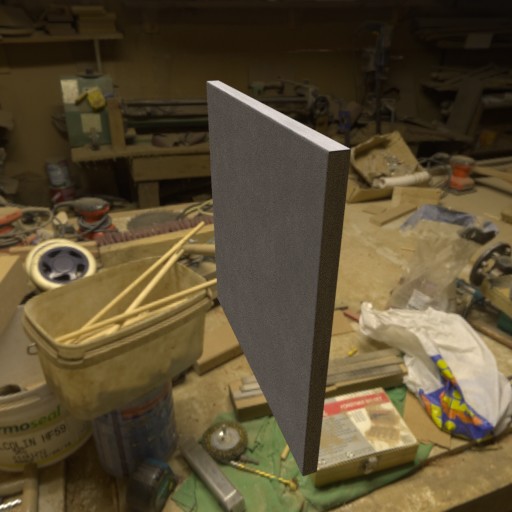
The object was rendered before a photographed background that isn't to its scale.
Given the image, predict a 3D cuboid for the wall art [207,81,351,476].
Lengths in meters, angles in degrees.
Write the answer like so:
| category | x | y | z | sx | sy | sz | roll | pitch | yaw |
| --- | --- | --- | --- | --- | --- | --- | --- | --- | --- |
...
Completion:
| category | x | y | z | sx | sy | sz | roll | pitch | yaw |
| --- | --- | --- | --- | --- | --- | --- | --- | --- | --- |
| wall art | 0.000 | 0.000 | 0.460 | 0.015 | 0.303 | 0.303 | -10 | 31 | -17 |
